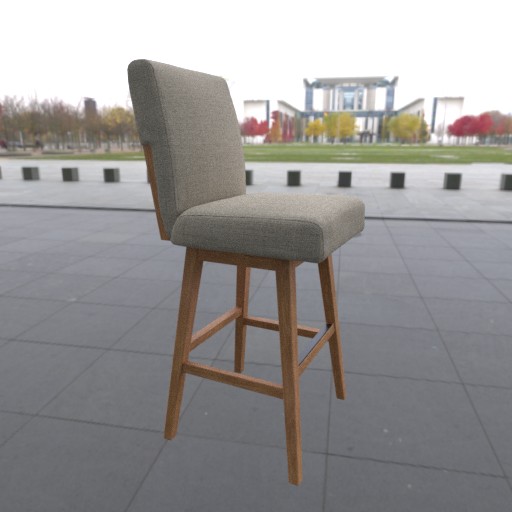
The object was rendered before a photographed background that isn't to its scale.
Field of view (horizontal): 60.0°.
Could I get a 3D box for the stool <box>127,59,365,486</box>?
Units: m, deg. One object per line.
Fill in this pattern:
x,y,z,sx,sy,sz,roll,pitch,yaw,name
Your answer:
0.000,0.000,1.360,0.569,1.106,0.483,7,16,25,stool
